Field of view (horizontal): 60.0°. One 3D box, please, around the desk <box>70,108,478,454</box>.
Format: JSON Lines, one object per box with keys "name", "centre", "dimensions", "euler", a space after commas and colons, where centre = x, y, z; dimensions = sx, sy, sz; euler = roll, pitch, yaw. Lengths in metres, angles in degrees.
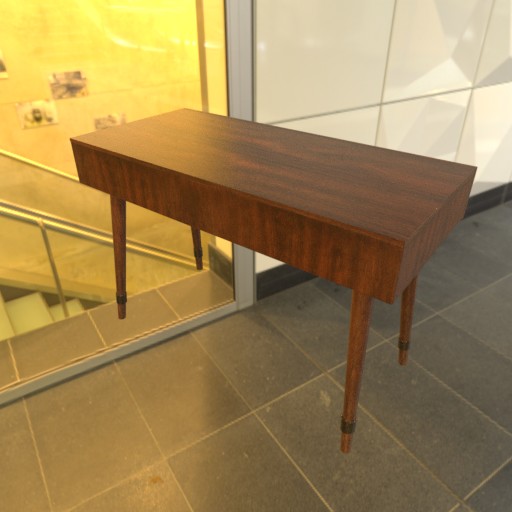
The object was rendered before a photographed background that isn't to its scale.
{"name": "desk", "centre": [0.000, 0.000, 2.126], "dimensions": [1.577, 1.031, 0.734], "euler": [22, 38, 31]}
